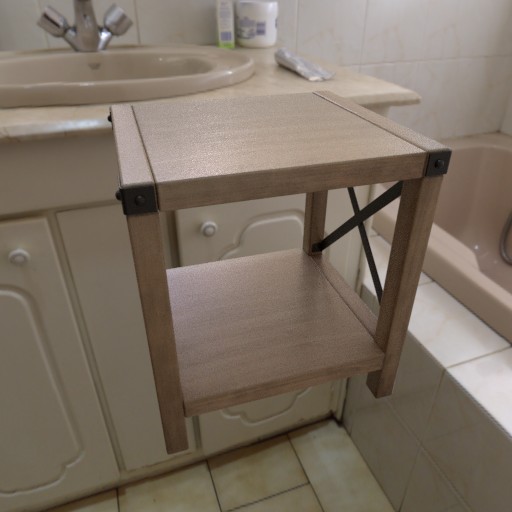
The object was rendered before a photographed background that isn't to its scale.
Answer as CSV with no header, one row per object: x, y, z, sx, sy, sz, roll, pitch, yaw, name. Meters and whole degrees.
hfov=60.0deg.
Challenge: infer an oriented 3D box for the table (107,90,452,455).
0.000,0.000,0.943,0.510,0.561,0.459,-9,33,-15,table
